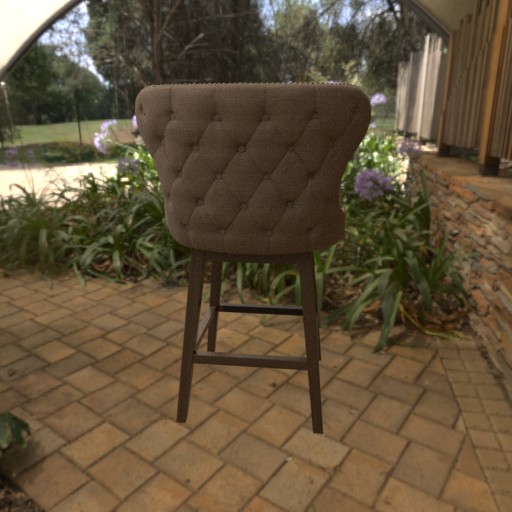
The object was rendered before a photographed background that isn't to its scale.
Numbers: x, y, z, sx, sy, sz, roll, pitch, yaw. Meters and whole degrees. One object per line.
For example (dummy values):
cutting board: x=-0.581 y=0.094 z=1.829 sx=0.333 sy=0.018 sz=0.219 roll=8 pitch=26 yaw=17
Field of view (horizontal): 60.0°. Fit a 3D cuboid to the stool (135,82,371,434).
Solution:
stool: x=0.000 y=0.000 z=1.388 sx=0.615 sy=0.972 sz=0.597 roll=2 pitch=16 yaw=7
